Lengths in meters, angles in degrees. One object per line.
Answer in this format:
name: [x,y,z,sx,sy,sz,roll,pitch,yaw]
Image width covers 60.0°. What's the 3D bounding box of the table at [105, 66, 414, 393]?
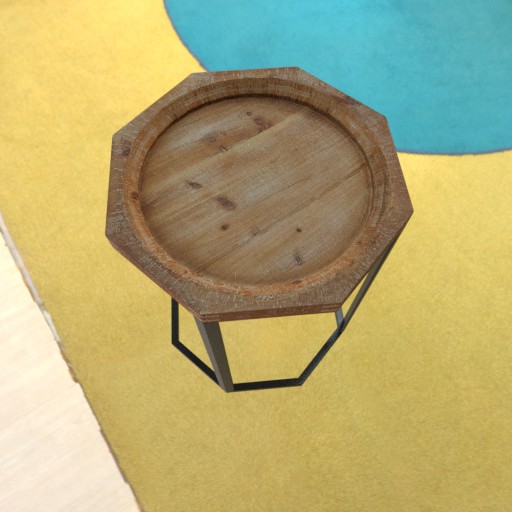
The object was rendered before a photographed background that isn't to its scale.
table: [0.000,0.000,0.885,0.458,0.543,0.458,16,64,8]
